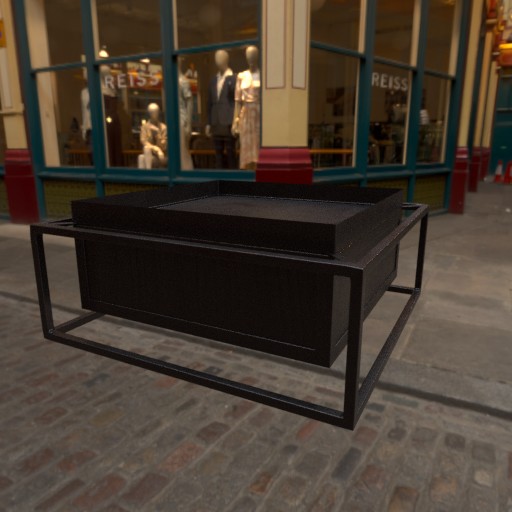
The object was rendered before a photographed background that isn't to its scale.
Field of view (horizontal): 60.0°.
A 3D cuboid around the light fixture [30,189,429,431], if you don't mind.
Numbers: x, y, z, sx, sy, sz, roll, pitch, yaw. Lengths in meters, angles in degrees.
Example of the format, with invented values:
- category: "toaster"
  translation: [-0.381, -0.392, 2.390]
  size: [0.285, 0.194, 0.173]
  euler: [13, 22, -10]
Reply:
- category: "light fixture"
  translation: [0.000, 0.000, 0.687]
  size: [0.441, 0.191, 0.441]
  euler: [8, 16, 27]
